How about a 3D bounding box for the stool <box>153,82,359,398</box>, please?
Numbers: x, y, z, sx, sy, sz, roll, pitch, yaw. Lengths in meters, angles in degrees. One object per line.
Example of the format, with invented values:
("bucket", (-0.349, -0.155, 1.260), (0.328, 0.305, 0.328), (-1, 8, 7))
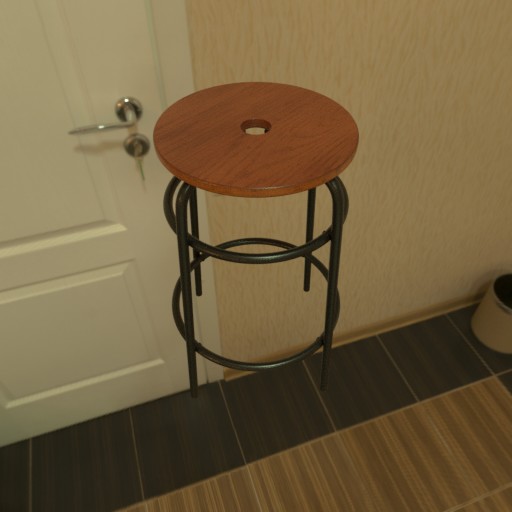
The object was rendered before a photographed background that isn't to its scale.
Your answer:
("stool", (0.000, 0.000, 0.945), (0.455, 0.610, 0.455), (33, 54, 28))
